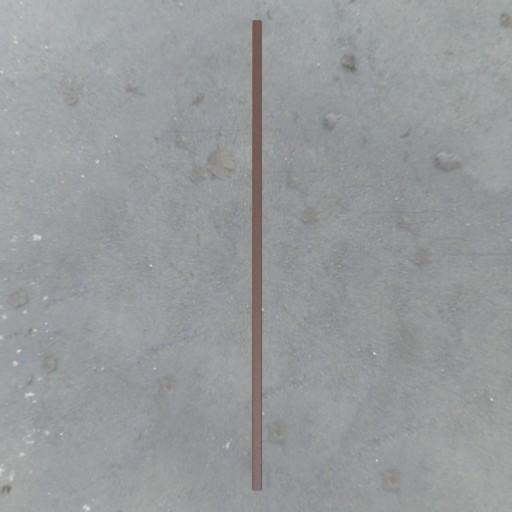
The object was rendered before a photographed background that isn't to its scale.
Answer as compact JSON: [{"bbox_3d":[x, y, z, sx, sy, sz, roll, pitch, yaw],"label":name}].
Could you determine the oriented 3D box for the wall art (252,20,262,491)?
[{"bbox_3d":[0.000,0.000,0.849,0.014,0.455,0.660,0,89,0],"label":"wall art"}]
